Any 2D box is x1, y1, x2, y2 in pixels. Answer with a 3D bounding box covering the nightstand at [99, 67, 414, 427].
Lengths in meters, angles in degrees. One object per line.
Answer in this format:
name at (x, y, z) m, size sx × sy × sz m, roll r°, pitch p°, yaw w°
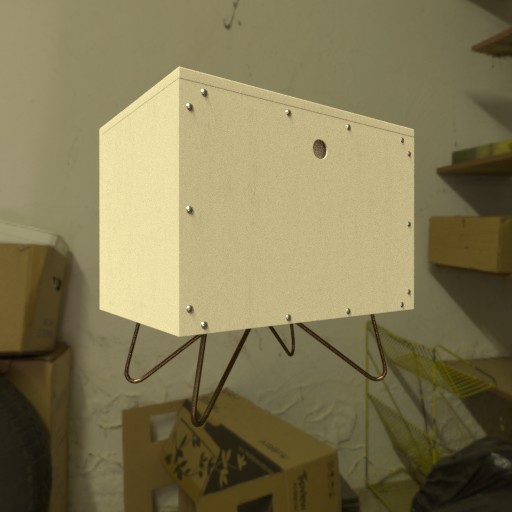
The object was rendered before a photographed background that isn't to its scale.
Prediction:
nightstand at (0.000, 0.000, 1.061) m, size 0.614 × 0.604 × 0.447 m, roll 0°, pitch 0°, yaw -35°
